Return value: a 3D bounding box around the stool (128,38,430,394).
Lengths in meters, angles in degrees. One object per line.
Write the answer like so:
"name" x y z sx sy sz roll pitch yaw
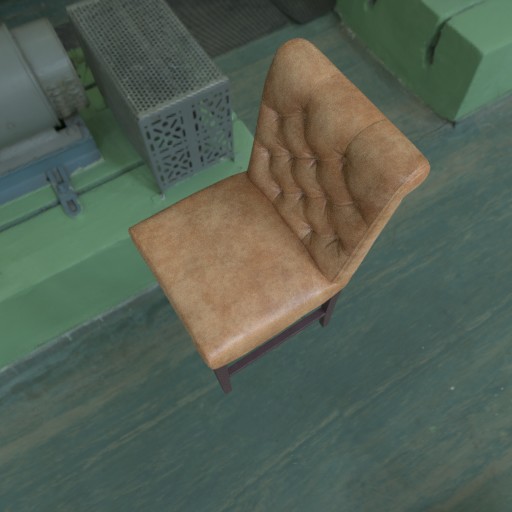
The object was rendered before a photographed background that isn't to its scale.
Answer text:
"stool" 0.000 0.000 1.376 0.601 1.047 0.493 -31 69 -13
